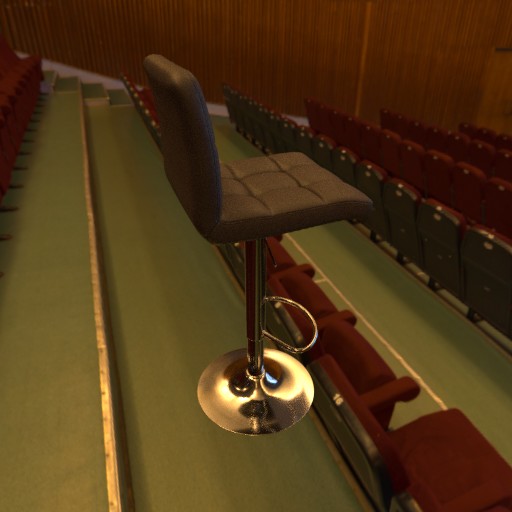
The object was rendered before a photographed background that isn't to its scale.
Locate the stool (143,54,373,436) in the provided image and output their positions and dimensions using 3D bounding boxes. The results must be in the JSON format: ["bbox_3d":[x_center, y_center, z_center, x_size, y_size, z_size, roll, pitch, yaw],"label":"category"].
[{"bbox_3d":[0.000,0.000,1.352,0.505,1.115,0.430,-10,31,-17],"label":"stool"}]
